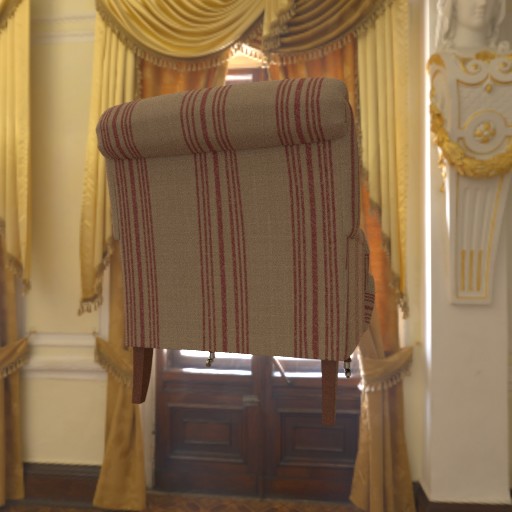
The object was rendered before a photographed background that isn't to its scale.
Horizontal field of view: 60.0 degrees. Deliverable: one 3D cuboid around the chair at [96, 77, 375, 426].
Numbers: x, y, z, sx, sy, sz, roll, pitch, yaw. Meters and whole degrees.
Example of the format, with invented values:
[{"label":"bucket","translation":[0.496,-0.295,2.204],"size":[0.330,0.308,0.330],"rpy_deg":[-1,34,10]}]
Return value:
[{"label":"chair","translation":[0.000,0.000,1.881],"size":[0.933,1.123,1.058],"rpy_deg":[0,-1,19]}]
